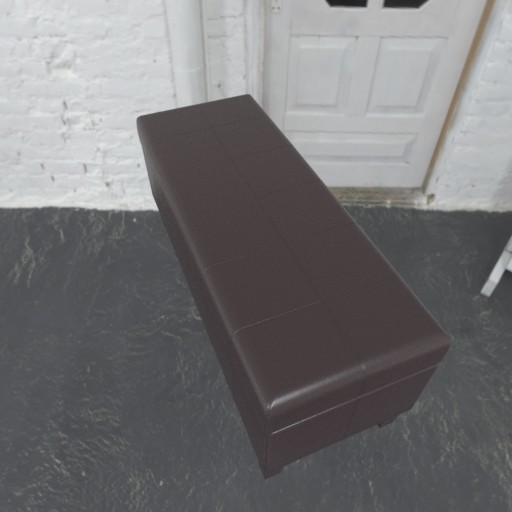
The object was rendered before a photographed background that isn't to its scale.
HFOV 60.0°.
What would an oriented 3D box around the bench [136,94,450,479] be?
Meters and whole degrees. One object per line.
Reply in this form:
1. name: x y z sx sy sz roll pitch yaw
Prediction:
1. bench: 0.000 0.000 1.333 0.429 0.457 1.092 -17 50 -15
